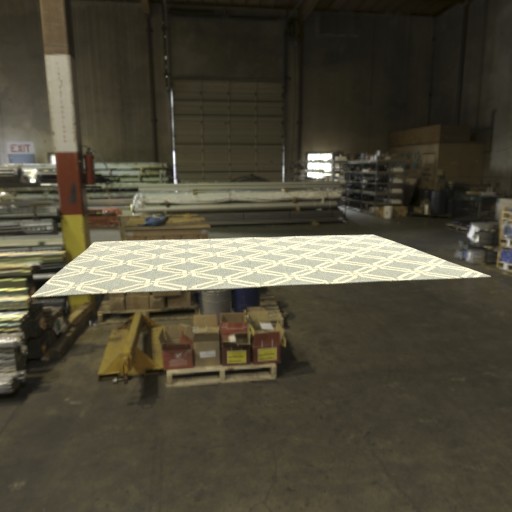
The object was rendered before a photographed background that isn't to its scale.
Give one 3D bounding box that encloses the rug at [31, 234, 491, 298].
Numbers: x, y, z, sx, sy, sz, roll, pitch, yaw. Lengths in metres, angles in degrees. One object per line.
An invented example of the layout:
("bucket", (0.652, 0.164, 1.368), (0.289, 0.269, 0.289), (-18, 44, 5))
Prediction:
("rug", (0.000, 0.000, 2.196), (1.754, 0.010, 1.148), (-2, 12, -9))
